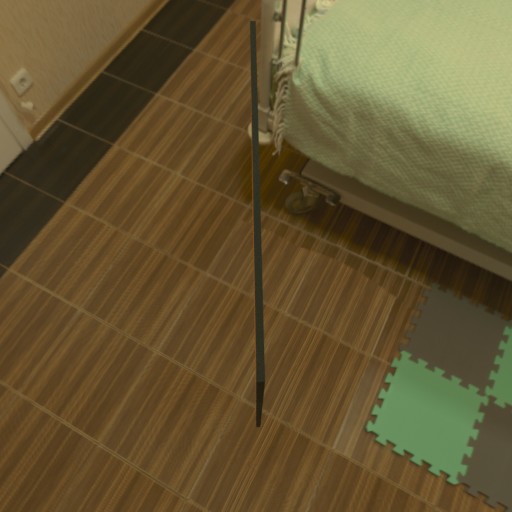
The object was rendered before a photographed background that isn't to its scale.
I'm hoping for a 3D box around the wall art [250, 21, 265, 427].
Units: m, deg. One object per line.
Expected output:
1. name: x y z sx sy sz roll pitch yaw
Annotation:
1. wall art: 0.000 0.000 1.229 0.013 0.823 0.823 -1 64 0
